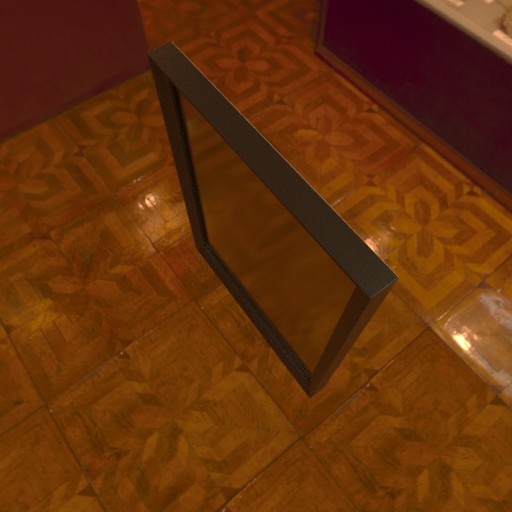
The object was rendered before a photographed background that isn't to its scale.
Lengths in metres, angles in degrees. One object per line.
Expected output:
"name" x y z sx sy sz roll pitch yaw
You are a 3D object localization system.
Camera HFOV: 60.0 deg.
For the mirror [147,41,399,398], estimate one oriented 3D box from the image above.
"mirror" 0.000 0.000 0.704 0.041 0.509 0.406 -33 67 -16
